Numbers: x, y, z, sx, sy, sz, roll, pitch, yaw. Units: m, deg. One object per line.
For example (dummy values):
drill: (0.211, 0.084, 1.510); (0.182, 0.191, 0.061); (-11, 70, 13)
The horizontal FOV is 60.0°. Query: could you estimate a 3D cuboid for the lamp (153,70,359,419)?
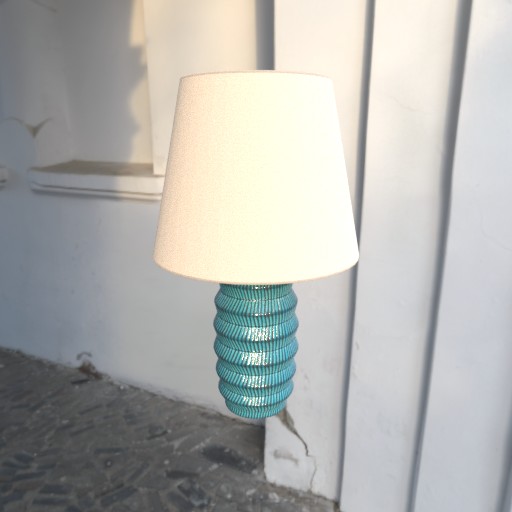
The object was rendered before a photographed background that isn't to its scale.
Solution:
lamp: (0.000, 0.000, 0.784); (0.355, 0.582, 0.355); (0, 16, 0)
